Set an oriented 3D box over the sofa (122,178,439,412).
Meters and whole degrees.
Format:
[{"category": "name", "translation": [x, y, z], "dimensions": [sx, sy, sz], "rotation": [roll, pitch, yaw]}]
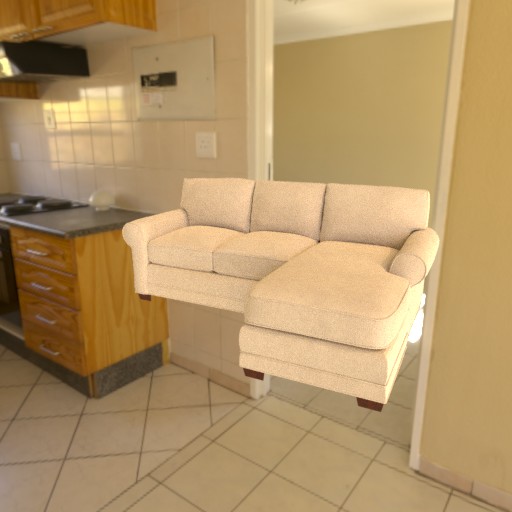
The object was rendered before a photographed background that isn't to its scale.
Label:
[{"category": "sofa", "translation": [0.000, 0.000, 2.419], "dimensions": [1.770, 0.734, 1.226], "rotation": [8, 17, 26]}]
